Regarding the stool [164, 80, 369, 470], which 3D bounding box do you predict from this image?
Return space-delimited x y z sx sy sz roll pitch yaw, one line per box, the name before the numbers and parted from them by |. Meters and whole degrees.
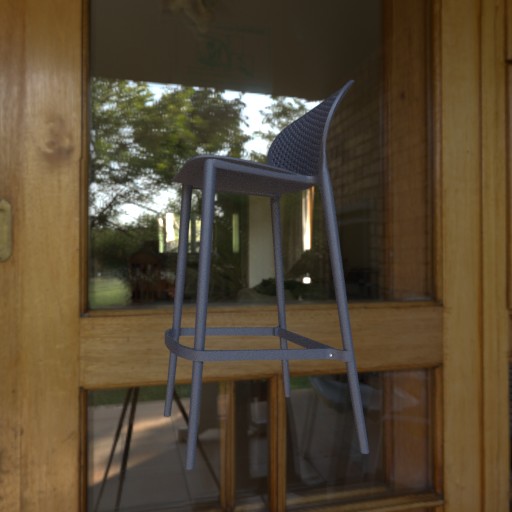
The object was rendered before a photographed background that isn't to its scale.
stool | 0.000 0.000 1.348 0.535 1.045 0.536 0 -1 -19
